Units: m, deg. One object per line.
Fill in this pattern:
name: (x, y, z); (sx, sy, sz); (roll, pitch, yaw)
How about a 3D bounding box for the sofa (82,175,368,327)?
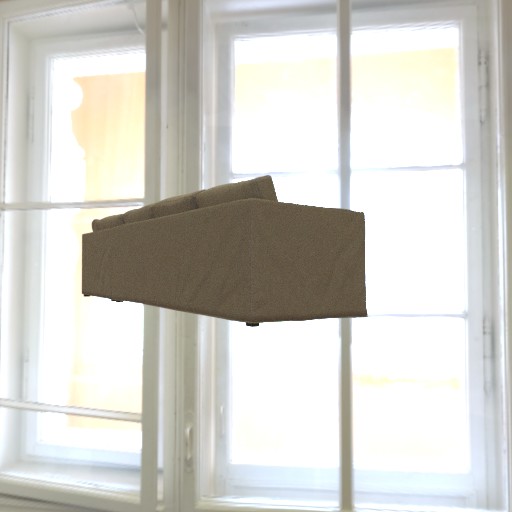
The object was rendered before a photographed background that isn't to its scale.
sofa: (0.000, 0.000, 4.298); (2.432, 0.871, 3.182); (1, -2, -37)
